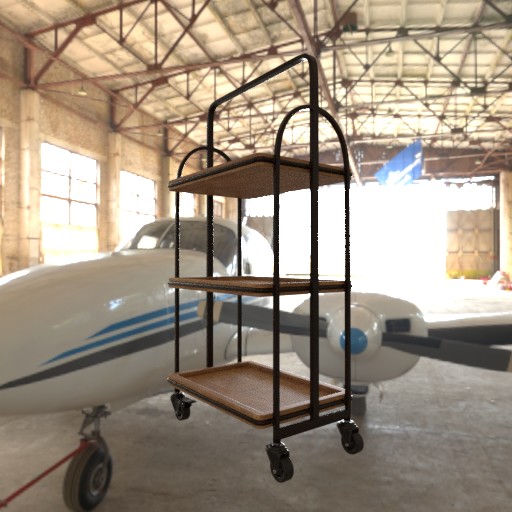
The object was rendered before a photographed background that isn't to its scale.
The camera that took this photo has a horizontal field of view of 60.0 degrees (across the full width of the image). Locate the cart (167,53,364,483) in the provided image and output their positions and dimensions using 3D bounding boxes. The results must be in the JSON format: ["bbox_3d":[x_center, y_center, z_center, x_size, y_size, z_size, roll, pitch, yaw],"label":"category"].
[{"bbox_3d":[0.000,0.000,1.255,0.327,1.001,0.553,0,-1,-37],"label":"cart"}]
